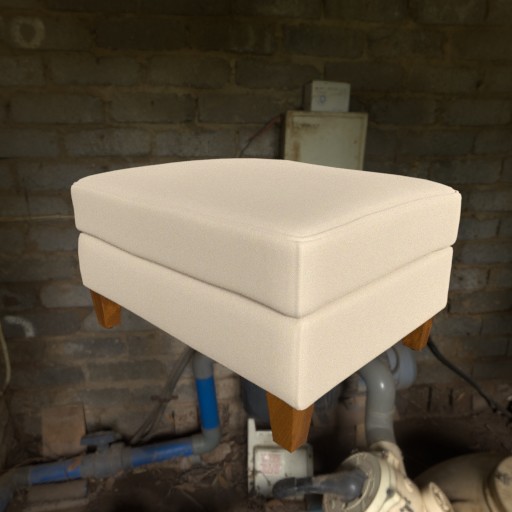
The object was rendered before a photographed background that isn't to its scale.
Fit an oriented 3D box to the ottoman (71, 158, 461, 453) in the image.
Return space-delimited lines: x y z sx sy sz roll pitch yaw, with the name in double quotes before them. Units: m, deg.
"ottoman" 0.000 0.000 1.177 0.818 0.485 0.634 17 25 42
